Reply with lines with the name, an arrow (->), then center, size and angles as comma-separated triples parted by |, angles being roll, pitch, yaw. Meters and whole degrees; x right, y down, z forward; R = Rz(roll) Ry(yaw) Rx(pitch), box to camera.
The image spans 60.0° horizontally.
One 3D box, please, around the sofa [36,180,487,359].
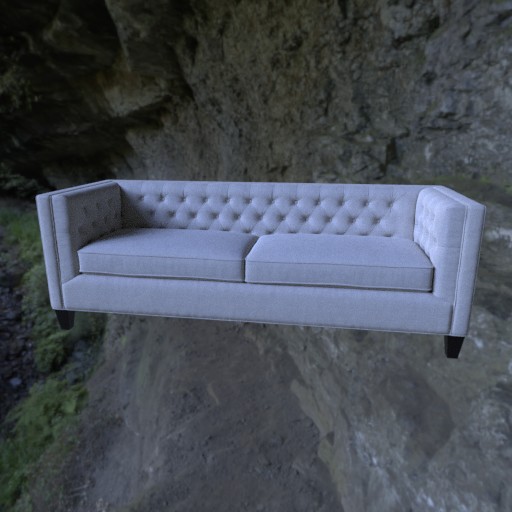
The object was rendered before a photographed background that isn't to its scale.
sofa -> 0.000, 0.000, 2.552 | 2.159, 0.762, 0.775 | 2, 16, 9
